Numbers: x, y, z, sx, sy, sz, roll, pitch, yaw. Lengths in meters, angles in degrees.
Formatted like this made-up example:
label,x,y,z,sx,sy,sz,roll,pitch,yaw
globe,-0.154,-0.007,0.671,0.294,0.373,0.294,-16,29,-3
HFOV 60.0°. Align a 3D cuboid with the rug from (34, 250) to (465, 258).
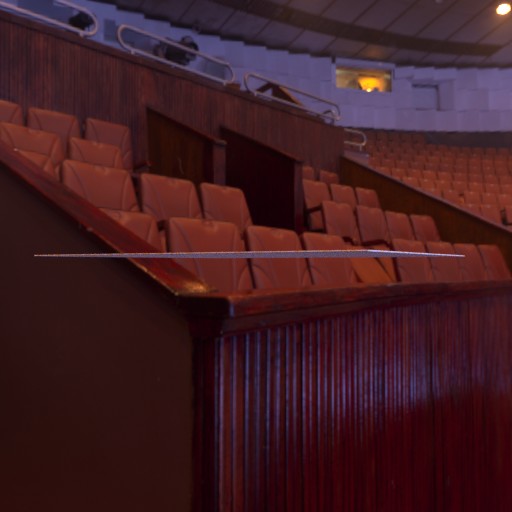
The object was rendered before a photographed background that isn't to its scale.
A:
label,x,y,z,sx,sy,sz,roll,pitch,yaw
rug,0.000,0.000,3.998,3.037,0.011,2.433,-1,-1,35
